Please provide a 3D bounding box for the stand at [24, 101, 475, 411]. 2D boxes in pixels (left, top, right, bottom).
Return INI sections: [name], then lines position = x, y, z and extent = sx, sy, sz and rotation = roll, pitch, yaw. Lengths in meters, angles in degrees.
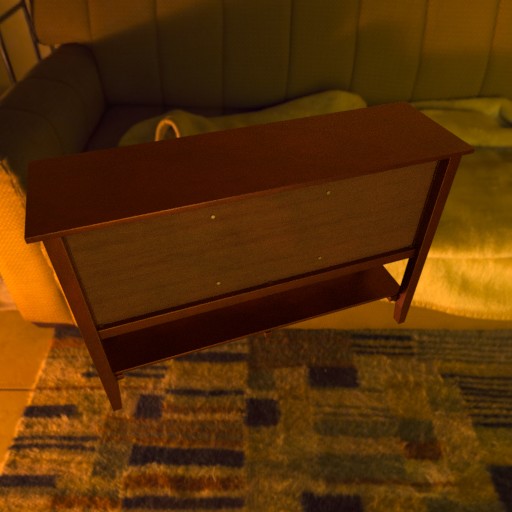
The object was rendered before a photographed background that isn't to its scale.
[stand]
position = 0.000, 0.000, 1.698
extent = 1.362, 0.872, 0.410
rotation = -13, 44, -15
